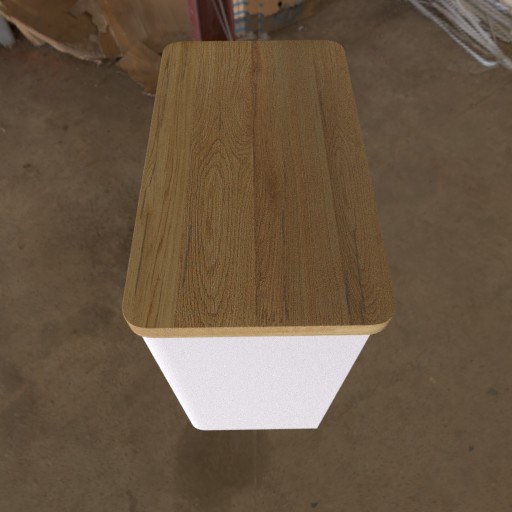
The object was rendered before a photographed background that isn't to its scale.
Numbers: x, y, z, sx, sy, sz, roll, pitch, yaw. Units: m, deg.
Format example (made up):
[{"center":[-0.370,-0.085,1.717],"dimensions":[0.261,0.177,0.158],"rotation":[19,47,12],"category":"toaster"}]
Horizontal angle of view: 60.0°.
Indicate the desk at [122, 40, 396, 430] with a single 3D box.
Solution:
[{"center":[0.000,0.000,1.226],"dimensions":[0.440,0.790,0.760],"rotation":[-1,58,0],"category":"desk"}]
